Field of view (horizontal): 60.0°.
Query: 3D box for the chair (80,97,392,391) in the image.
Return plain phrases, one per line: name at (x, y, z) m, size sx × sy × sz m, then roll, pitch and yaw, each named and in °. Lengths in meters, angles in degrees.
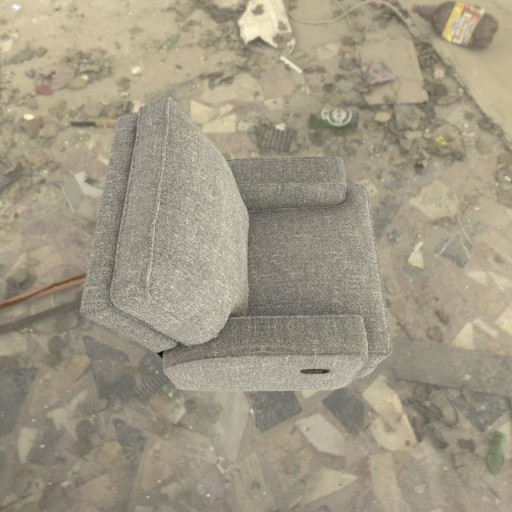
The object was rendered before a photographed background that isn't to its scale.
chair at (0.000, 0.000, 1.685) m, size 0.964 × 0.962 × 0.861 m, roll 0°, pitch 62°, yaw 0°
